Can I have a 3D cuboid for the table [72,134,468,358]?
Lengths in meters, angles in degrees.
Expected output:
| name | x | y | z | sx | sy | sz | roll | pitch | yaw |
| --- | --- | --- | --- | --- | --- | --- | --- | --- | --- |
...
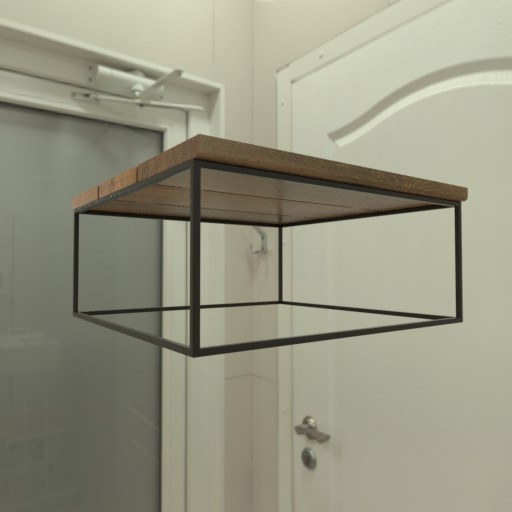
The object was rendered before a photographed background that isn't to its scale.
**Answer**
| name | x | y | z | sx | sy | sz | roll | pitch | yaw |
| --- | --- | --- | --- | --- | --- | --- | --- | --- | --- |
| table | 0.000 | 0.000 | 1.410 | 0.900 | 0.400 | 0.900 | 1 | -2 | -36 |
